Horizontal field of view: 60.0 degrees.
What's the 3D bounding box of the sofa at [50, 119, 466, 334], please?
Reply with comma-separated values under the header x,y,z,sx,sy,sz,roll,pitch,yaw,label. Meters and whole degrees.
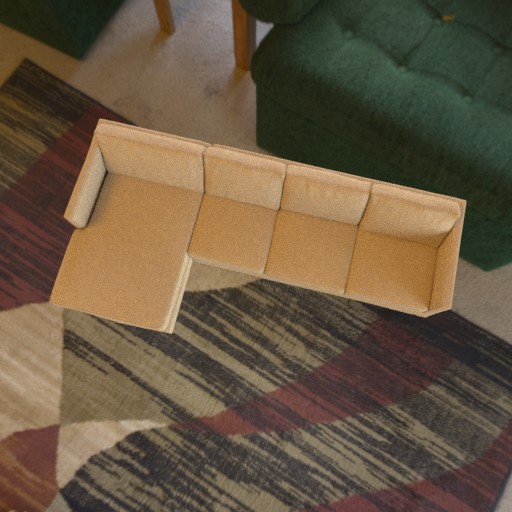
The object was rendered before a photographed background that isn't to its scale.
x,y,z,sx,sy,sz,roll,pitch,yaw,label
0.000,0.000,3.776,3.186,0.846,1.625,13,76,3,sofa
